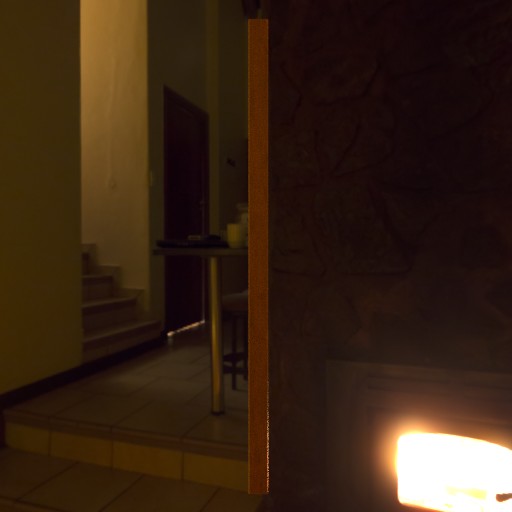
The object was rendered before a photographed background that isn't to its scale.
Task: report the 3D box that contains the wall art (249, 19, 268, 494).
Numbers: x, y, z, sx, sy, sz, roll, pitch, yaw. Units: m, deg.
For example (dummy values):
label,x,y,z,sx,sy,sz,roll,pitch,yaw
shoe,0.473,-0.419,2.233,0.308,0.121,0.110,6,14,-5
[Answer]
label,x,y,z,sx,sy,sz,roll,pitch,yaw
wall art,0.000,0.000,1.157,0.037,0.914,0.610,0,1,-1
